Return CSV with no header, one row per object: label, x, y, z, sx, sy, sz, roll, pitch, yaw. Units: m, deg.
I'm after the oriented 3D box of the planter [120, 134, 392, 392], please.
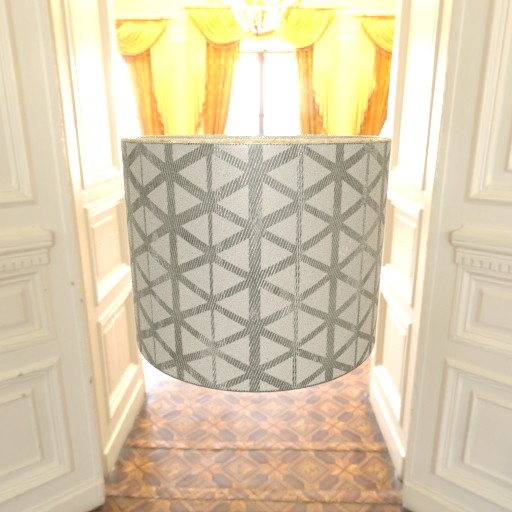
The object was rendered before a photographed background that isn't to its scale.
planter,0.000,0.000,0.458,0.250,0.239,0.250,0,16,0
